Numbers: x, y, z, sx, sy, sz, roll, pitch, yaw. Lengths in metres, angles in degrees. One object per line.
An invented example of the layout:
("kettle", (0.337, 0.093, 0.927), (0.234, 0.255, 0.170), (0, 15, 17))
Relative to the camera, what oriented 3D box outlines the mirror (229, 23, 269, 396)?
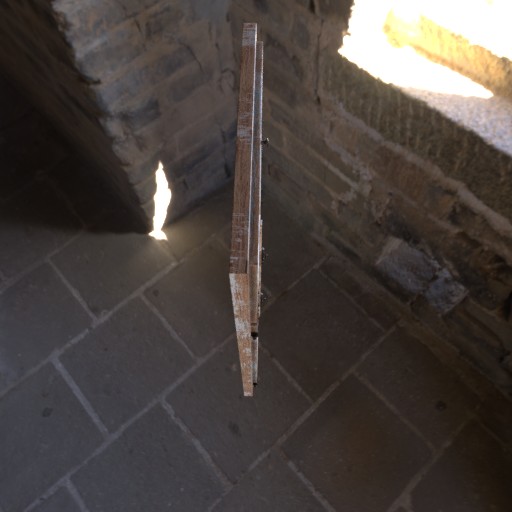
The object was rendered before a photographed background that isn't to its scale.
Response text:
("mirror", (0.000, 0.000, 1.506), (0.083, 1.213, 0.707), (1, 62, 1))
